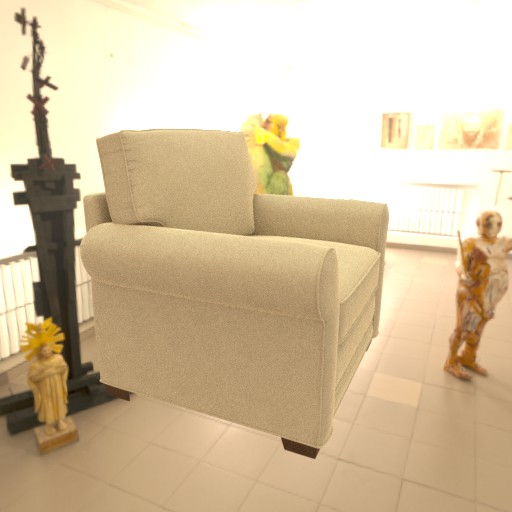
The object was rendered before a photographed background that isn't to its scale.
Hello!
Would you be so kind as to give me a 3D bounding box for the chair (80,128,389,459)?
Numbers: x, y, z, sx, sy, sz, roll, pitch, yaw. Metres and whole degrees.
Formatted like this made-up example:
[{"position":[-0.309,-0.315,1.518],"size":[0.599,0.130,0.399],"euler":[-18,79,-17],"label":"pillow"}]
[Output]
[{"position":[0.000,0.000,1.728],"size":[0.863,0.955,1.040],"euler":[7,17,24],"label":"chair"}]
